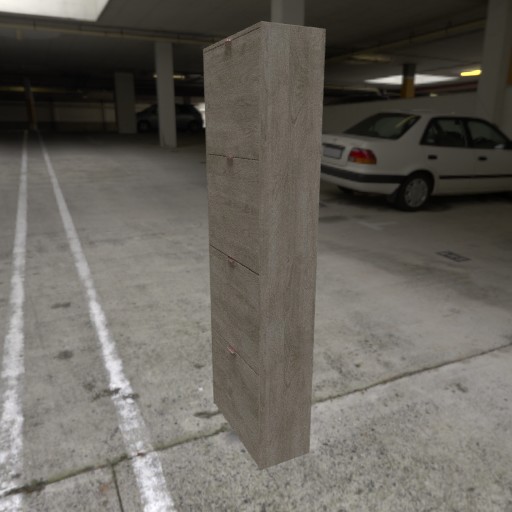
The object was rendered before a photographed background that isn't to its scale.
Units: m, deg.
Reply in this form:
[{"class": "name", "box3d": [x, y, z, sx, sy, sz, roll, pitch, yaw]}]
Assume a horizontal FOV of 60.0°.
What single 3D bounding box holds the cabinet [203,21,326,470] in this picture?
[{"class": "cabinet", "box3d": [0.000, 0.000, 1.830, 0.250, 1.630, 0.520, -7, 17, -25]}]
